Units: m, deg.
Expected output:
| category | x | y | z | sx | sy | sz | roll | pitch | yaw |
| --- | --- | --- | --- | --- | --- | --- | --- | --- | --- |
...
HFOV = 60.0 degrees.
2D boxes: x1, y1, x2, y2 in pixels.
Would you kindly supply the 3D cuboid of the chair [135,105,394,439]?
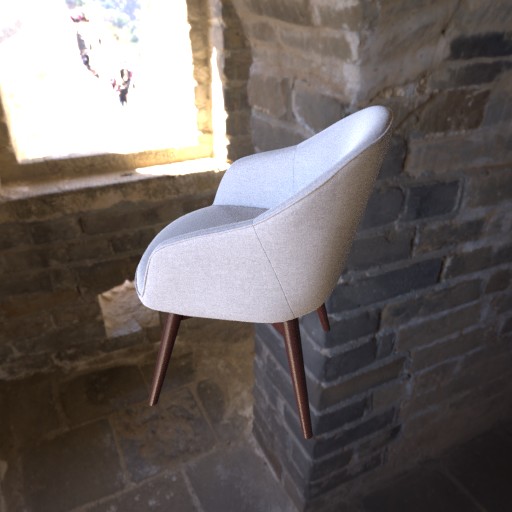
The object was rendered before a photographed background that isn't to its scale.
| category | x | y | z | sx | sy | sz | roll | pitch | yaw |
| --- | --- | --- | --- | --- | --- | --- | --- | --- | --- |
| chair | 0.000 | 0.000 | 1.254 | 0.635 | 0.823 | 0.596 | 7 | 31 | 12 |
